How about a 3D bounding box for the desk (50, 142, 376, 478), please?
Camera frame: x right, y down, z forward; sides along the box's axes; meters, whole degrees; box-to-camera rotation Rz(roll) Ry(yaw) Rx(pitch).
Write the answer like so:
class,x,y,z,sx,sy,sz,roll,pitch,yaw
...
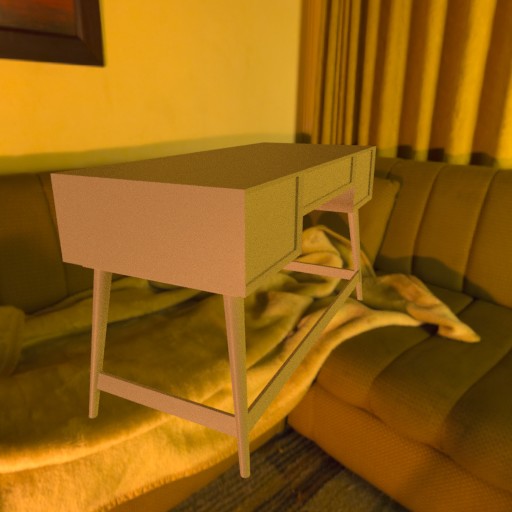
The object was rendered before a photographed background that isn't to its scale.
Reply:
class,x,y,z,sx,sy,sz,roll,pitch,yaw
desk,0.000,0.000,1.720,0.589,0.762,1.313,9,20,25
